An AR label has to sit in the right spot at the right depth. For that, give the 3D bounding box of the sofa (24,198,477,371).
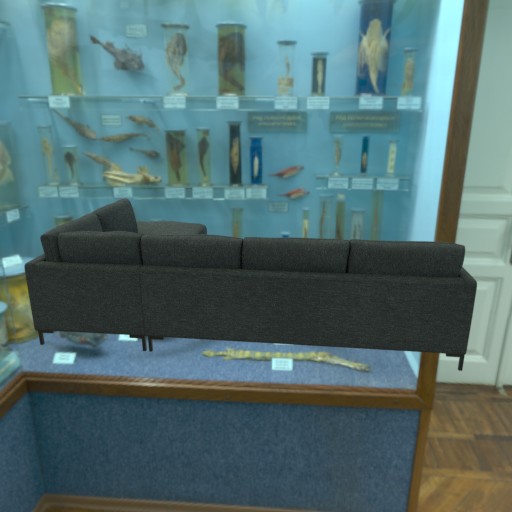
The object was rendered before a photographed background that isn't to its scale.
[{"bbox_3d":[0.000,0.000,3.790,2.949,0.815,2.007,2,18,6],"label":"sofa"}]
